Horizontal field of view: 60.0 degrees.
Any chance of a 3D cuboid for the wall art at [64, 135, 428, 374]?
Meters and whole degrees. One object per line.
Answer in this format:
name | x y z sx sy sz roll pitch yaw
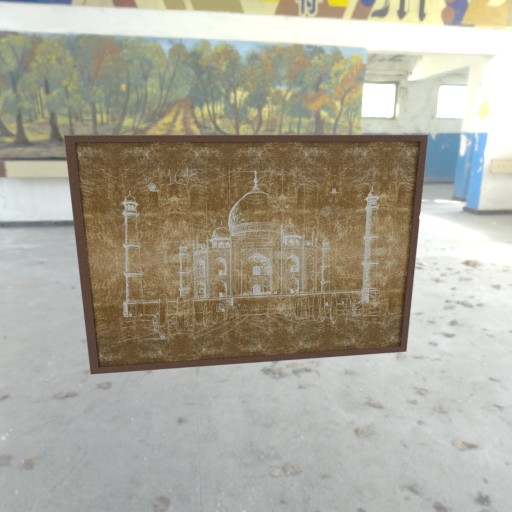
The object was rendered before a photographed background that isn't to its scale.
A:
wall art | 0.000 0.000 0.863 0.660 0.455 0.014 -2 16 -8
